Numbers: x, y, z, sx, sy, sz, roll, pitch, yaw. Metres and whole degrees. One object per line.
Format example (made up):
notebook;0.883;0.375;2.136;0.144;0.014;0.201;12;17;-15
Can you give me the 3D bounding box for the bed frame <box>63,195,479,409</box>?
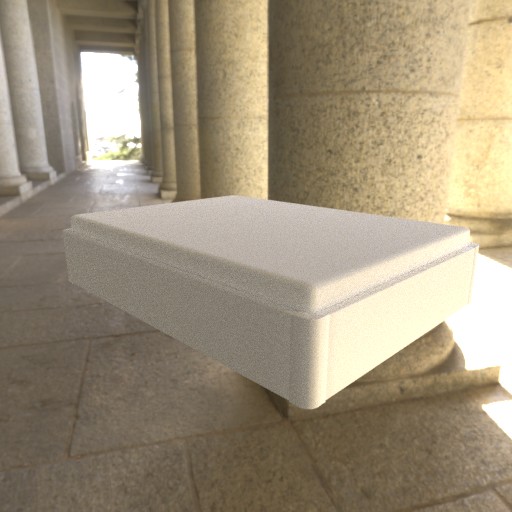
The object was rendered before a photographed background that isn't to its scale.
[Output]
bed frame;0.000;0.000;2.493;1.400;0.406;1.900;-15;21;-43
